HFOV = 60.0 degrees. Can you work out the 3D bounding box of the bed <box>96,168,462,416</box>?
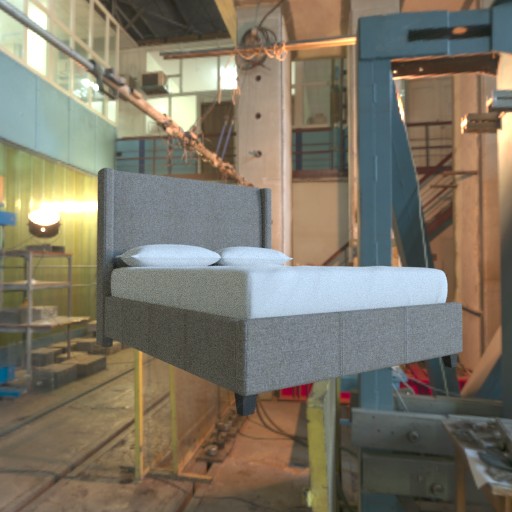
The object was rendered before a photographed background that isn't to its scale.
[{"bbox_3d":[0.000,0.000,3.316,1.714,1.481,2.245,1,-2,-35],"label":"bed"}]
